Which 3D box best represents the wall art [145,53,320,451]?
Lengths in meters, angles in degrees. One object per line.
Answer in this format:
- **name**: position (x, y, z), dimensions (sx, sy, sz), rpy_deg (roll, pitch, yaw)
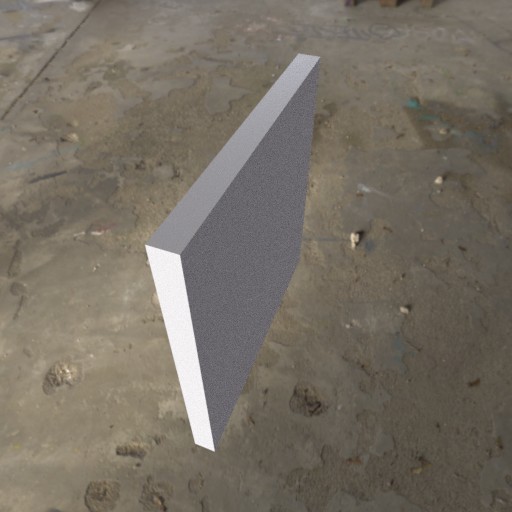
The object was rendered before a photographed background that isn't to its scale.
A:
- **wall art**: position (0.000, 0.000, 0.547), dimensions (0.027, 0.355, 0.355), rpy_deg (16, 48, 15)
